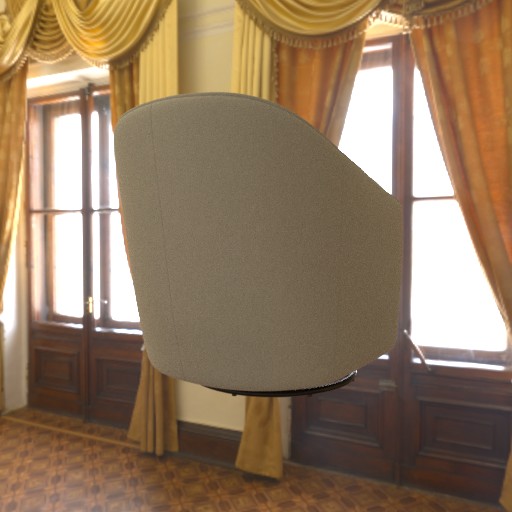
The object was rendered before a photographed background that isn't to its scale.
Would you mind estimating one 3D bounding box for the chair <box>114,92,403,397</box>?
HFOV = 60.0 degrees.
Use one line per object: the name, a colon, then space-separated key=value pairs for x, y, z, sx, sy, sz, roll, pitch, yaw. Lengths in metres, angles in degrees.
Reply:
chair: x=0.000 y=0.000 z=1.450 sx=0.747 sy=0.799 sz=0.875 roll=1 pitch=2 yaw=36
